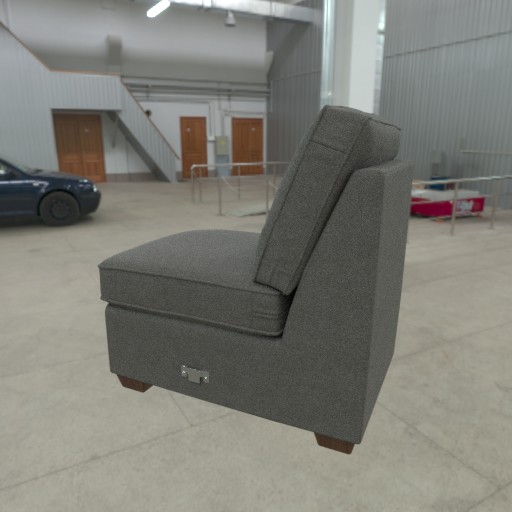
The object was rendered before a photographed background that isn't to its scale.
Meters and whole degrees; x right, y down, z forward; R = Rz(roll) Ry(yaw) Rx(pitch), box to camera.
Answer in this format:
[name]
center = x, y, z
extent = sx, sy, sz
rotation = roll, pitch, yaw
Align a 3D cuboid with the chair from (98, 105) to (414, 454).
[chair]
center = 0.000, 0.000, 1.559
extent = 0.938, 0.970, 0.621
rotation = 7, 17, 24
